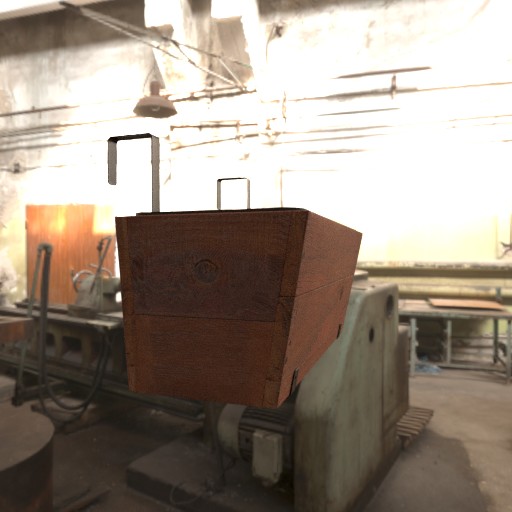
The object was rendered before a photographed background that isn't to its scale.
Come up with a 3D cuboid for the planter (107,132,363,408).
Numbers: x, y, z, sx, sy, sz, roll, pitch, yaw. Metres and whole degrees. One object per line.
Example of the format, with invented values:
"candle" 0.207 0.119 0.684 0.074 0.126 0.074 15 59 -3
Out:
"planter" 0.000 0.000 0.652 0.262 0.289 0.480 0 1 19
